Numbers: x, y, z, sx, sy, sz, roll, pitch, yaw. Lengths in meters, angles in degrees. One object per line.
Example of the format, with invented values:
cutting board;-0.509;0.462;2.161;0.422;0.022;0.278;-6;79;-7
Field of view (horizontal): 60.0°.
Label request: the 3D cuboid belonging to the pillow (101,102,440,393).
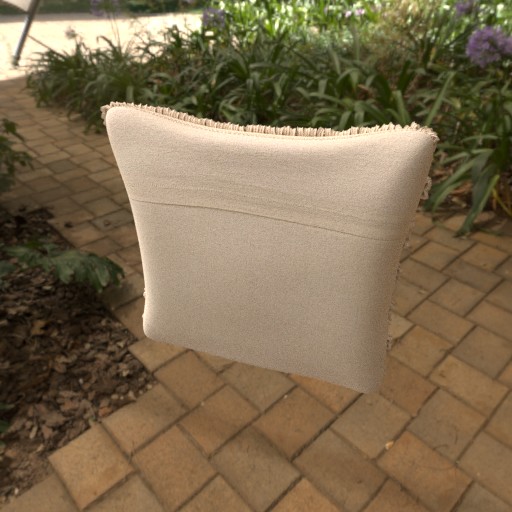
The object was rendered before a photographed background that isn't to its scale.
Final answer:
pillow;0.000;0.000;0.661;0.437;0.427;0.145;10;34;15
